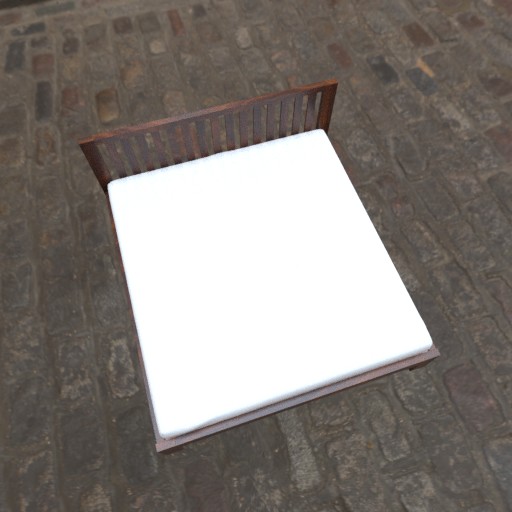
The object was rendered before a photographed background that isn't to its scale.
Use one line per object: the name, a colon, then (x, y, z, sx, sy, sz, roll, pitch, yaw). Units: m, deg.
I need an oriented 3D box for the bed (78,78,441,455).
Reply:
bed: (0.000, 0.000, 3.122, 1.905, 0.890, 2.030, -16, 64, -8)
